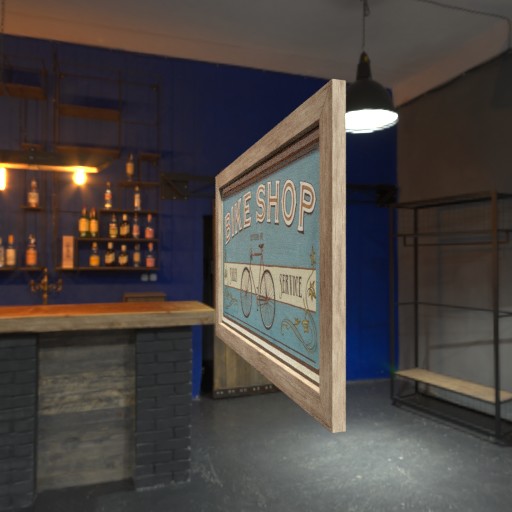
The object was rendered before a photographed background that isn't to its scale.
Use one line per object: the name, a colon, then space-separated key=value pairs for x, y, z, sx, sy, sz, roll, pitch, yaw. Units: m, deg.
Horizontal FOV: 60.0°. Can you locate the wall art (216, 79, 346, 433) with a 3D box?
wall art: x=0.000 y=0.000 z=0.975 sx=0.021 sy=0.480 sz=0.780 roll=0 pitch=0 yaw=-17
